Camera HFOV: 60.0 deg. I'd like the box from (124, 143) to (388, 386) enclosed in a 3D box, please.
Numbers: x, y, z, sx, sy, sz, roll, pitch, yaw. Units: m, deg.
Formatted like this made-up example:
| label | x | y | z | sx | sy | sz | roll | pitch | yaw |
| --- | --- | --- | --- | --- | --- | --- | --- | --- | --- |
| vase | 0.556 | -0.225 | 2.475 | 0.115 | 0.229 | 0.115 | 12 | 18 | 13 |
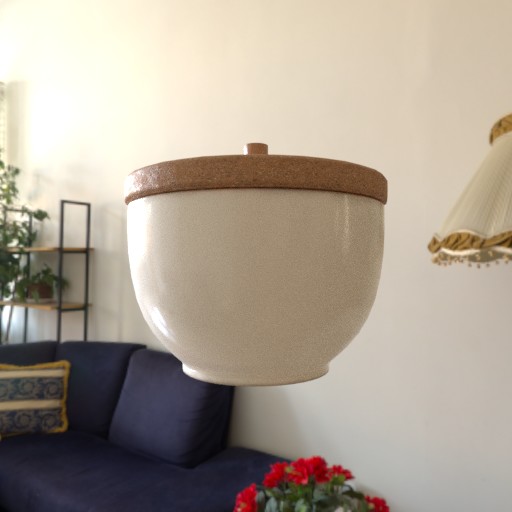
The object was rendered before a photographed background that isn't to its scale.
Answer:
| label | x | y | z | sx | sy | sz | roll | pitch | yaw |
| --- | --- | --- | --- | --- | --- | --- | --- | --- | --- |
| box | 0.000 | 0.000 | 0.188 | 0.107 | 0.094 | 0.107 | 0 | -1 | 0 |
